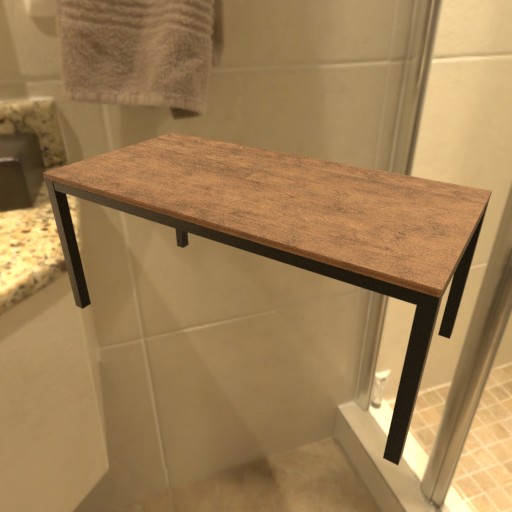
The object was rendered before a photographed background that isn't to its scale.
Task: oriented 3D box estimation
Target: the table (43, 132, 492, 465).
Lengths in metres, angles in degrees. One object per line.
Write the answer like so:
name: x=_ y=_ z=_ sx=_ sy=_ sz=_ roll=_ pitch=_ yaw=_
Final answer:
table: x=0.000 y=0.000 z=2.168 sx=1.805 sy=0.767 sz=0.893 roll=18 pitch=34 yaw=28
